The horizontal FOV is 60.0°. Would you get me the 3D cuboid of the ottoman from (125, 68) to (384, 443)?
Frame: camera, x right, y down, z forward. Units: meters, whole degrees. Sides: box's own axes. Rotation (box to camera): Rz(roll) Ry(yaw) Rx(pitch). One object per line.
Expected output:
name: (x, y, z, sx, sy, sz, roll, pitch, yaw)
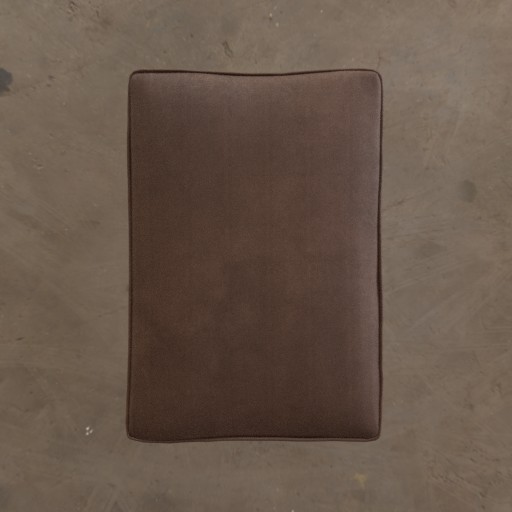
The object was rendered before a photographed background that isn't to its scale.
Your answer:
ottoman: (0.000, 0.000, 1.190, 0.596, 0.481, 0.860, 0, 90, 0)
